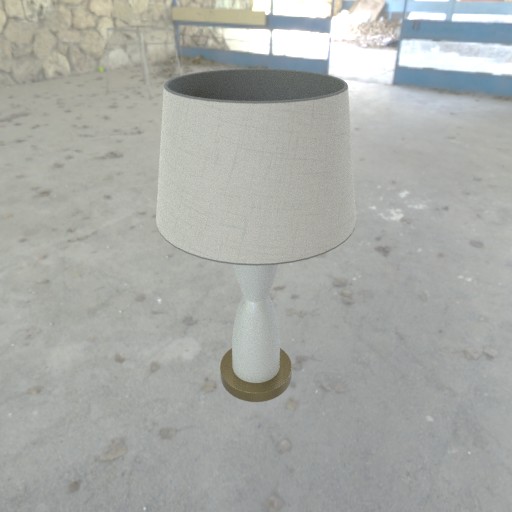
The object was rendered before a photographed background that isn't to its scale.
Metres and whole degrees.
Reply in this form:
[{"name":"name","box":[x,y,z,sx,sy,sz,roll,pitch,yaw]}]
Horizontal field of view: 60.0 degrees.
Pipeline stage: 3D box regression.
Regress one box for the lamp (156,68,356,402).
[{"name":"lamp","box":[0.000,0.000,0.737,0.309,0.545,0.309,0,31,0]}]
